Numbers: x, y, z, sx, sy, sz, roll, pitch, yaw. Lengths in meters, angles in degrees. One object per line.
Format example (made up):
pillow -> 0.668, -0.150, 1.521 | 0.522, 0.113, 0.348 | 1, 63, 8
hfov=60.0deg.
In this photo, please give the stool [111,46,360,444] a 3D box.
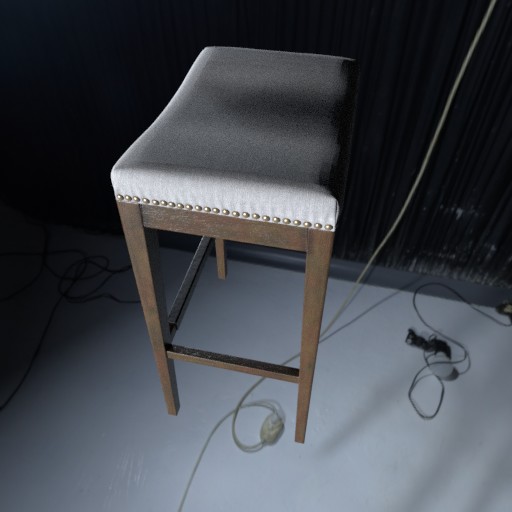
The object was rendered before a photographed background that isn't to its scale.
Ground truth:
stool -> 0.000, 0.000, 1.028 | 0.356, 0.762, 0.508 | 9, 47, 9
